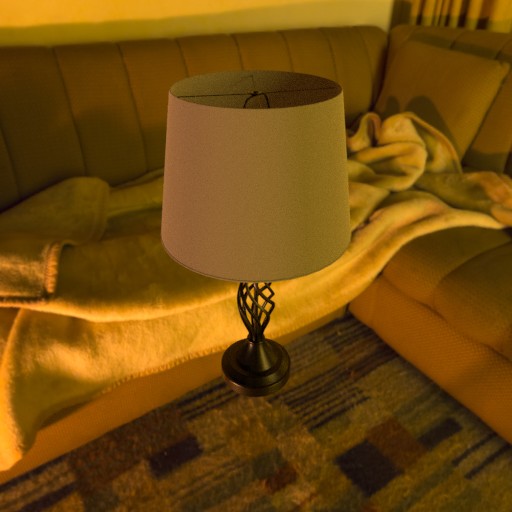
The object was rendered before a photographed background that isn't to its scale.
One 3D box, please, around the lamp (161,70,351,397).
[{"bbox_3d":[0.000,0.000,0.813,0.331,0.594,0.331,0,33,0],"label":"lamp"}]
